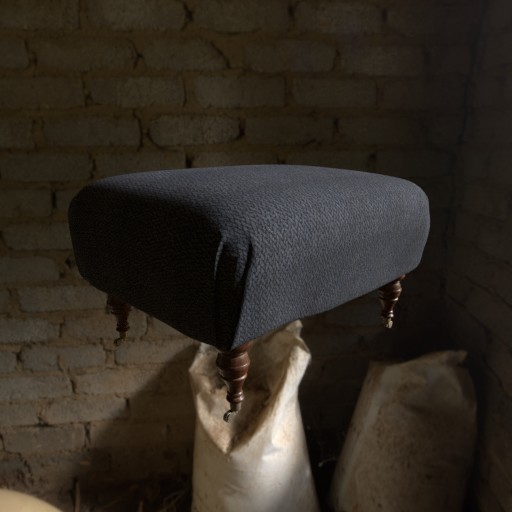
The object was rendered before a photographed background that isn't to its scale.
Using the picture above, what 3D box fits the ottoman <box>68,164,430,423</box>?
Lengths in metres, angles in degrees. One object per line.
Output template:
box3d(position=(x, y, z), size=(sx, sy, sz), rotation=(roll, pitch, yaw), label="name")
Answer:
box3d(position=(0.000, 0.000, 1.142), size=(0.747, 0.450, 0.622), rotation=(-15, 21, -42), label="ottoman")
